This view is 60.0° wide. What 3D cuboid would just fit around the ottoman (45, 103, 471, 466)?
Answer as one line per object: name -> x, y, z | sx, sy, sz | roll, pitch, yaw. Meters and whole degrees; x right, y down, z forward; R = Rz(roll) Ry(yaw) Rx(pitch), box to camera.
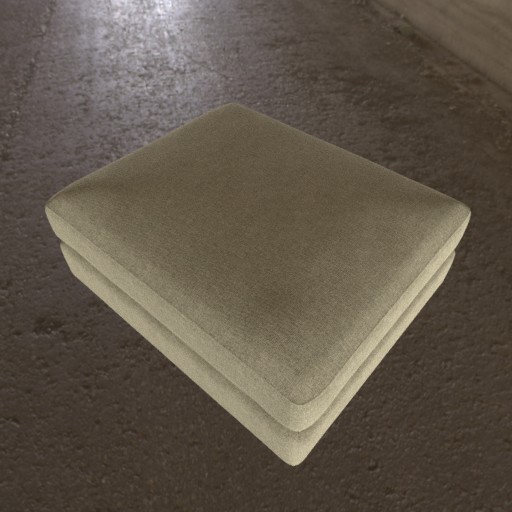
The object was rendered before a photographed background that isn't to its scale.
ottoman -> 0.000, 0.000, 1.199 | 0.821, 0.474, 0.693 | 33, 54, 27
